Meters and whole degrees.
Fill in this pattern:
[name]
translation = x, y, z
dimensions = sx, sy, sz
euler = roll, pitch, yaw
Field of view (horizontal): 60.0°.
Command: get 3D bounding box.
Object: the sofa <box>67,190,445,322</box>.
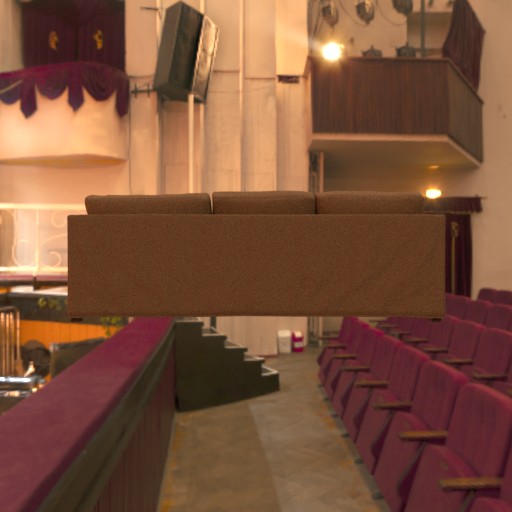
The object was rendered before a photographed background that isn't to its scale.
[sofa]
translation = 0.000, 0.000, 4.389
dimensions = 2.432, 0.871, 3.182
euler = 0, 0, 0
